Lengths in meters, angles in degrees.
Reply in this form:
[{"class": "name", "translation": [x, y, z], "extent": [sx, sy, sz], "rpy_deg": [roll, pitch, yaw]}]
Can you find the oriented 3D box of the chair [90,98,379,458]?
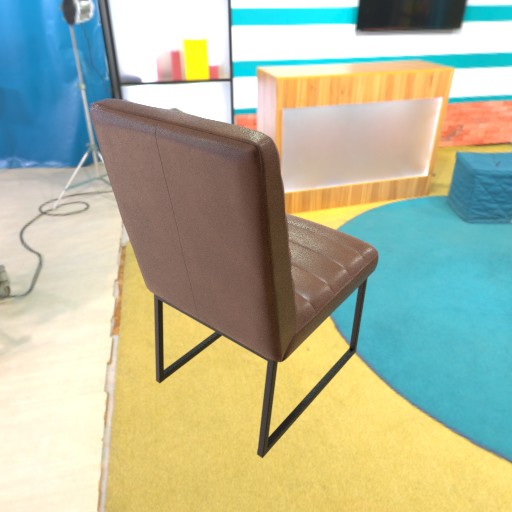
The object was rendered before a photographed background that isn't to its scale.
[{"class": "chair", "translation": [0.000, 0.000, 1.315], "extent": [0.520, 0.930, 0.634], "rpy_deg": [23, 38, 33]}]
